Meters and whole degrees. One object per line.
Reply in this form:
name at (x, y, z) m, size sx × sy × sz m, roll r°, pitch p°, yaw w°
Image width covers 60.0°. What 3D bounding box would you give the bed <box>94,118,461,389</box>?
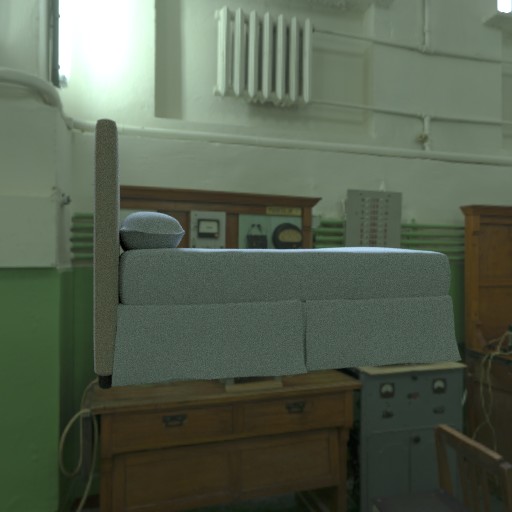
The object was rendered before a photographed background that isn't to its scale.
bed at (0.000, 0.000, 3.207) m, size 2.142 × 1.330 × 1.748 m, roll 0°, pitch -1°, yaw -17°
